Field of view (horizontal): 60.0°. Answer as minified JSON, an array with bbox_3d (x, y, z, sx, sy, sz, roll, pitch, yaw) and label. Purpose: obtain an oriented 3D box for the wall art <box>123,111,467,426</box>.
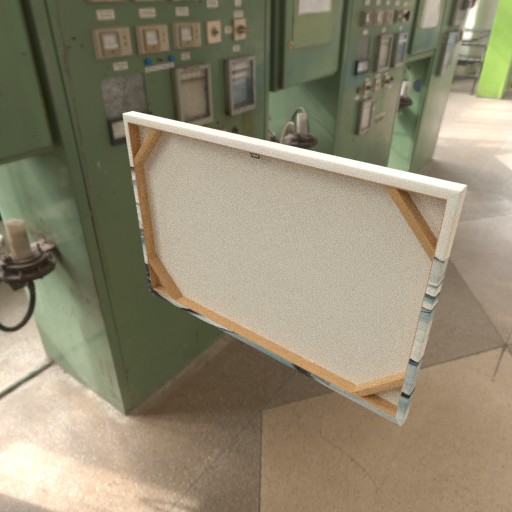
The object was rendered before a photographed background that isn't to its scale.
[{"bbox_3d":[0.000,0.000,1.163,0.914,0.609,0.039,22,37,32],"label":"wall art"}]
